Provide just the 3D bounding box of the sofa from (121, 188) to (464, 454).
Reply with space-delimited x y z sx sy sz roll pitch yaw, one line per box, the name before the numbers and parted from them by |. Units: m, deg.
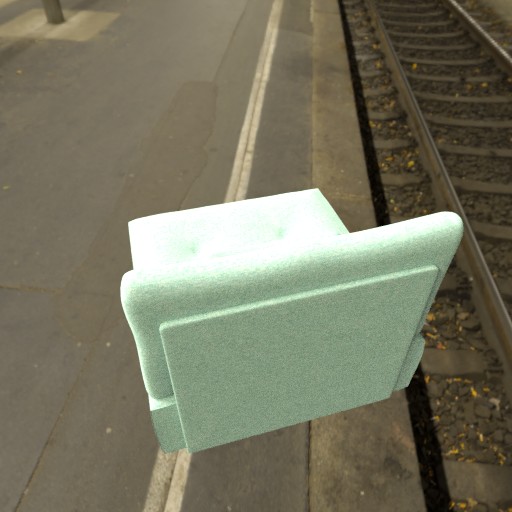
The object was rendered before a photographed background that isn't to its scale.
sofa | 0.000 0.000 1.681 0.930 0.820 1.000 -11 43 -12
